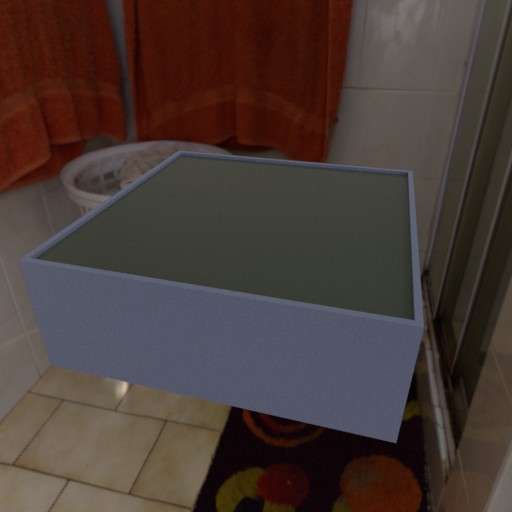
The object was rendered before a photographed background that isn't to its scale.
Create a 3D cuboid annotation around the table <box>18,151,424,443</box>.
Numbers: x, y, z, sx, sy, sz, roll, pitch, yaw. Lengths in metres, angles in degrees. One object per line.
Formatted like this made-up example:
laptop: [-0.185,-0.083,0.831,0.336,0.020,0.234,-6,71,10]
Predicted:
table: [0.000,0.000,1.233,0.801,0.299,0.801,8,31,14]
